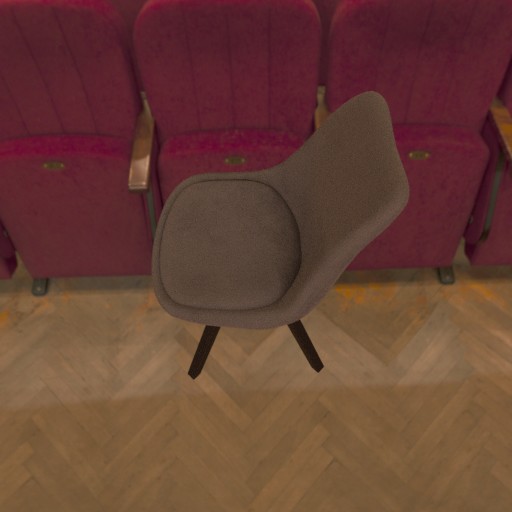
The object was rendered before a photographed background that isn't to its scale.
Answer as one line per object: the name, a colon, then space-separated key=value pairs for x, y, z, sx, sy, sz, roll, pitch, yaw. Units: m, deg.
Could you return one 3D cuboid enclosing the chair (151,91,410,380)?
chair: x=0.000 y=0.000 z=1.202 sx=0.550 sy=0.850 sz=0.476 roll=-1 pitch=59 yaw=-1
